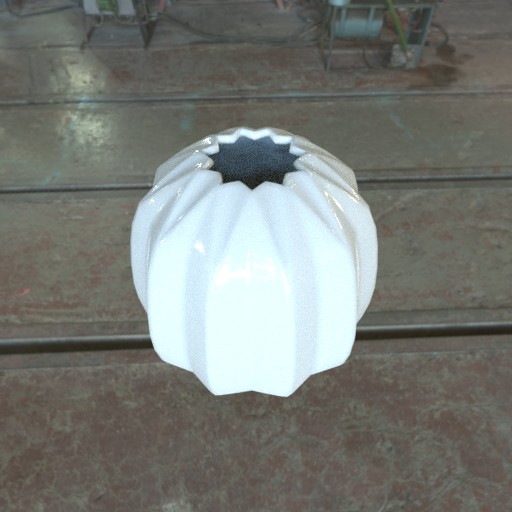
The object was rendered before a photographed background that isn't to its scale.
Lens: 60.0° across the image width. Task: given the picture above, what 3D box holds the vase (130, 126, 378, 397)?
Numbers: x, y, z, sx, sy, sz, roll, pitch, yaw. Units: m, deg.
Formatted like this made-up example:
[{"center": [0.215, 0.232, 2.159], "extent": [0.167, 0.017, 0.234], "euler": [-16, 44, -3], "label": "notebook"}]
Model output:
[{"center": [0.000, 0.000, 0.251], "extent": [0.139, 0.134, 0.139], "euler": [0, 47, 0], "label": "vase"}]
